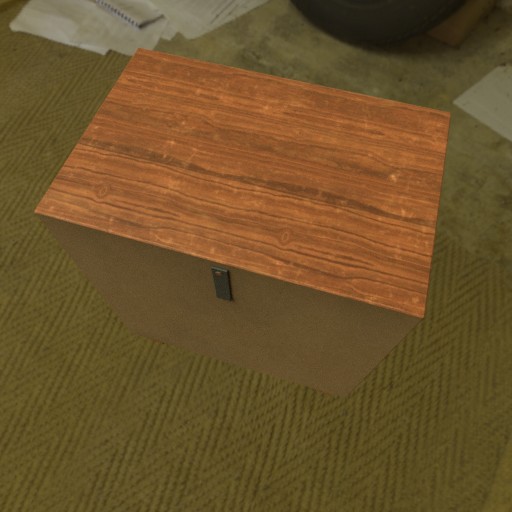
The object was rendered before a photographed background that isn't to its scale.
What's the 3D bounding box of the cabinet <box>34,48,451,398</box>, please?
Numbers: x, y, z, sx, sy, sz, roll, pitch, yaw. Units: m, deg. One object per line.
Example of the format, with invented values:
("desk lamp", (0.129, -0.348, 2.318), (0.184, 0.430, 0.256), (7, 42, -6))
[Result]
("cabinet", (0.000, 0.000, 1.048), (0.607, 0.695, 0.410), (15, 63, 8))
